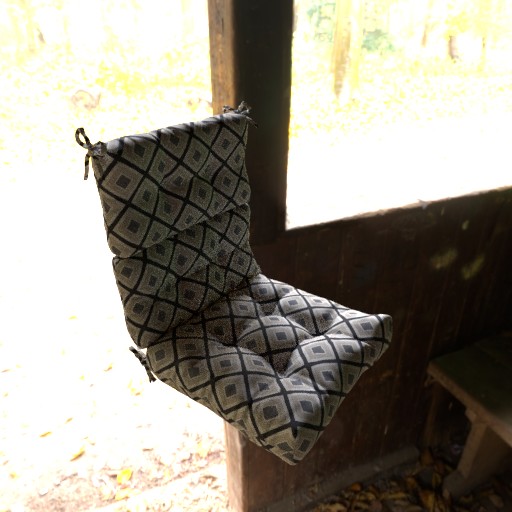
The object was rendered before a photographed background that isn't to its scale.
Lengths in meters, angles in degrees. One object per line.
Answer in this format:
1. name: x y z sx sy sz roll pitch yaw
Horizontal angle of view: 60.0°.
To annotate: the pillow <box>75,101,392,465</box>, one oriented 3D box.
1. pillow: 0.000 0.000 1.038 0.571 0.605 0.519 20 34 32
